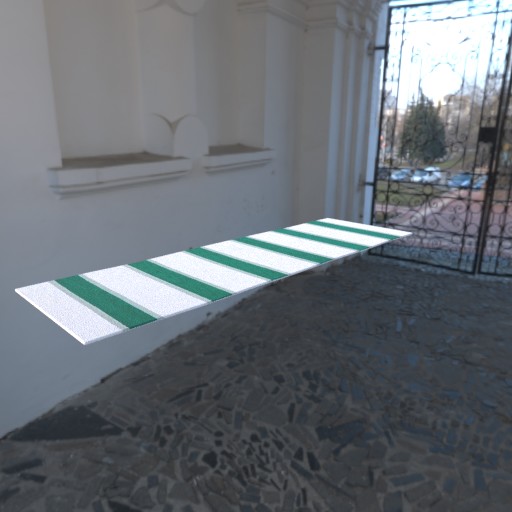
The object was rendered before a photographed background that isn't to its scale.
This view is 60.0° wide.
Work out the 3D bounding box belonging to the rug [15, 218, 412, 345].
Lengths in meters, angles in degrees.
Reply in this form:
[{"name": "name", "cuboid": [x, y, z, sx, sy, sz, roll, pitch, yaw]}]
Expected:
[{"name": "rug", "cuboid": [0.000, 0.000, 2.650, 2.438, 0.012, 0.768, -15, 22, -42]}]
